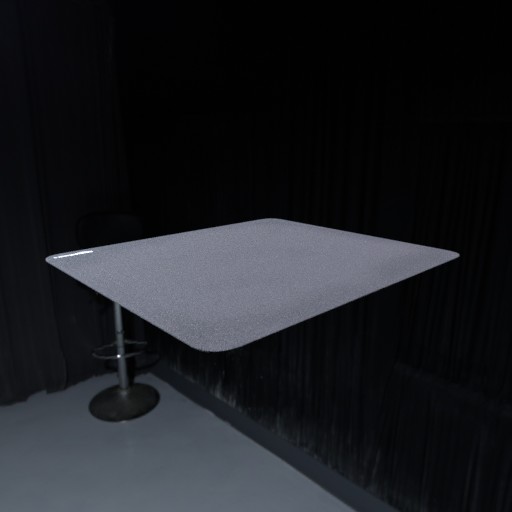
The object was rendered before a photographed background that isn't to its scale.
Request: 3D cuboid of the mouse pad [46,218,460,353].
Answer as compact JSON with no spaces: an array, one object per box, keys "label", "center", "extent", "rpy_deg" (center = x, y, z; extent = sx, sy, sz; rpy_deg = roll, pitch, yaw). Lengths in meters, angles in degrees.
[{"label":"mouse pad","center":[0.000,0.000,0.622],"extent":[0.451,0.002,0.393],"rpy_deg":[-14,20,-41]}]
